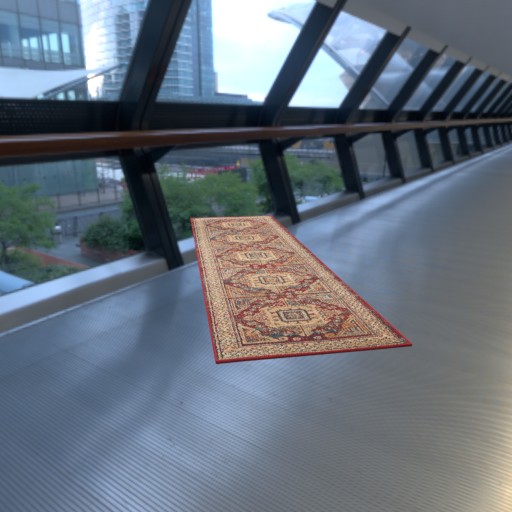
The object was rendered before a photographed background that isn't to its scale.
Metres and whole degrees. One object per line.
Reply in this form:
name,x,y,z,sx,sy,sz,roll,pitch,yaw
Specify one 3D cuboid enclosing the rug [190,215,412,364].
rug,0.000,0.000,2.508,0.659,0.015,2.292,-3,16,-10
